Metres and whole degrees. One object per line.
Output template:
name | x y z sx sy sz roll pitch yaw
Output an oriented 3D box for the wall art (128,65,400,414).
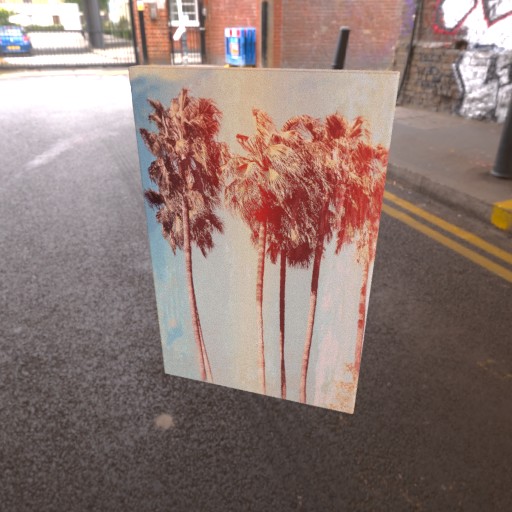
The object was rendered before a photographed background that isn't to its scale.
wall art | 0.000 0.000 0.781 0.401 0.610 0.038 8 28 15
